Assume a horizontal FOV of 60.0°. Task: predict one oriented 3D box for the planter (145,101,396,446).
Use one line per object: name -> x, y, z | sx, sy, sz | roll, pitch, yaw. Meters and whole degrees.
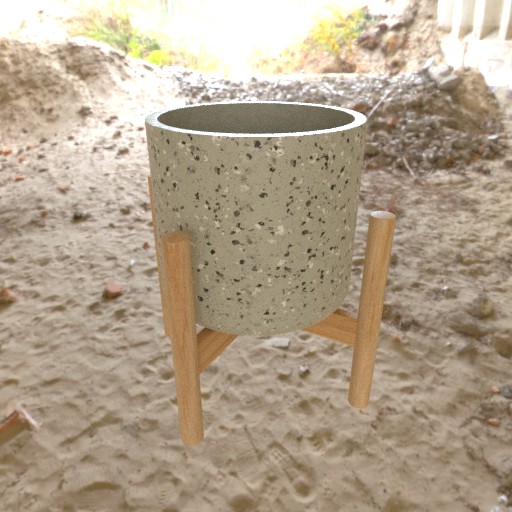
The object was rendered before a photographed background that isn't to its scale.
planter -> 0.000, 0.000, 0.523 | 0.284, 0.320, 0.284 | -19, 32, -33
